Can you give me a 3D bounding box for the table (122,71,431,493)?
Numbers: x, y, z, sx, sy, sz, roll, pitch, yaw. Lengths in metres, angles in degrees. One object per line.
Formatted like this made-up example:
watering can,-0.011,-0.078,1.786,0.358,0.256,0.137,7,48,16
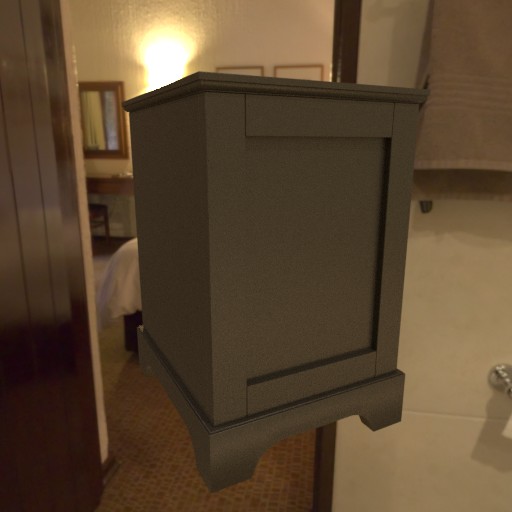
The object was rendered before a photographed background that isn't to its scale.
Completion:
table,0.000,0.000,0.898,0.399,0.610,0.460,-7,16,-27
